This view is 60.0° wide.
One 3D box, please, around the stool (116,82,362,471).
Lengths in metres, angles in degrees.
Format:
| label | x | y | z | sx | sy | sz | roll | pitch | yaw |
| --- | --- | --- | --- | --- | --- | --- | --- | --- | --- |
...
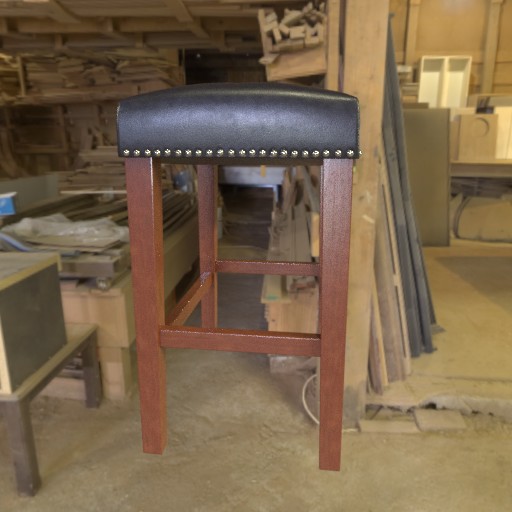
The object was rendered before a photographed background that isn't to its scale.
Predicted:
| label | x | y | z | sx | sy | sz | roll | pitch | yaw |
| --- | --- | --- | --- | --- | --- | --- | --- | --- | --- |
| stool | 0.000 | 0.000 | 0.951 | 0.372 | 0.654 | 0.504 | 2 | 15 | 7 |
